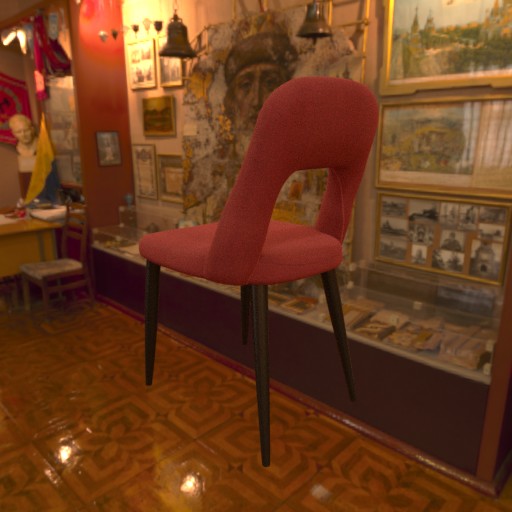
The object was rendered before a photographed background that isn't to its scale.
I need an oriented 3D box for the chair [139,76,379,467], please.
[{"bbox_3d":[0.000,0.000,1.248,0.483,0.892,0.569,-14,21,-42],"label":"chair"}]
